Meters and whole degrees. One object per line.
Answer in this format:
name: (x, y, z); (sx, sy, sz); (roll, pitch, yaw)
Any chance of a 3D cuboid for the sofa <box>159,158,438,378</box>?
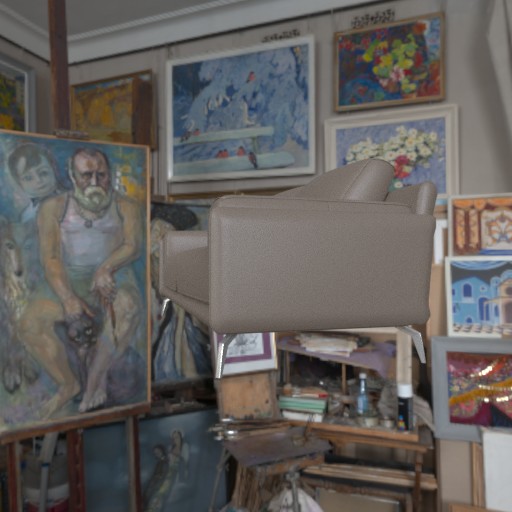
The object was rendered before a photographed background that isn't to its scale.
sofa: (0.000, 0.000, 2.647); (1.049, 0.930, 2.101); (0, -1, -17)
